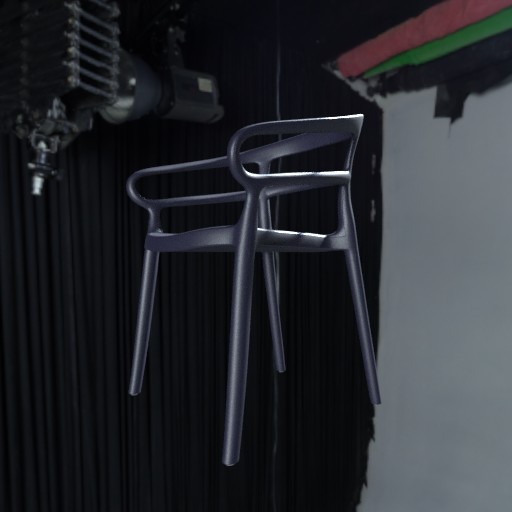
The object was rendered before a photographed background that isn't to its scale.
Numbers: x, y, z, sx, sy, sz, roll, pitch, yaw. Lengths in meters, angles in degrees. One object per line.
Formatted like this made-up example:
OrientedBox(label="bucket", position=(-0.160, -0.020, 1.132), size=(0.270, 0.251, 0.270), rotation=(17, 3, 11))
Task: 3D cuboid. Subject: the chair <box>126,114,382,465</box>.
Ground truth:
OrientedBox(label="chair", position=(0.000, 0.000, 1.152), size=(0.527, 0.761, 0.559), rotation=(0, 0, -36))
